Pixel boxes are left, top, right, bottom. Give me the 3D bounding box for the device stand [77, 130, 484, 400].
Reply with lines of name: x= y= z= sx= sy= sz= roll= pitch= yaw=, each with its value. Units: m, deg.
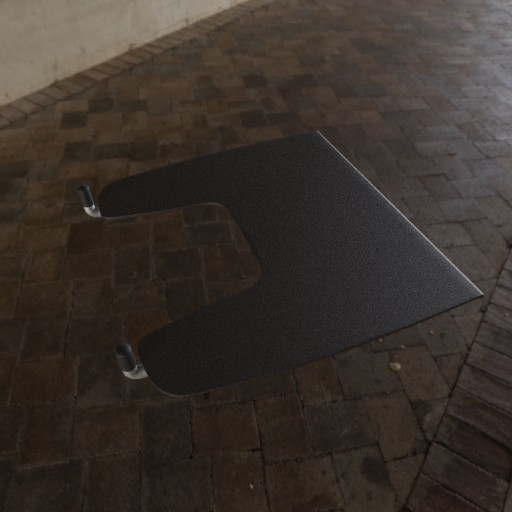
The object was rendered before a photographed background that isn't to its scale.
device stand: x=0.000 y=0.000 z=0.350 sx=0.230 sy=0.092 sz=0.230 roll=-17 pitch=48 yaw=-16
